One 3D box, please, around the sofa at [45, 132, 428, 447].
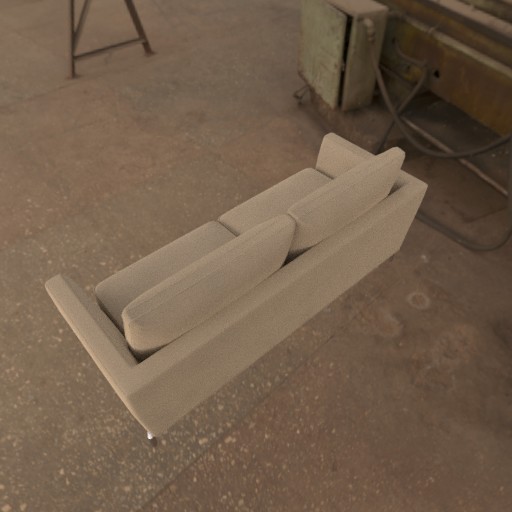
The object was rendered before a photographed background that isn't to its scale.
[{"bbox_3d":[0.000,0.000,2.749,2.214,1.005,0.868,-32,55,-27],"label":"sofa"}]
